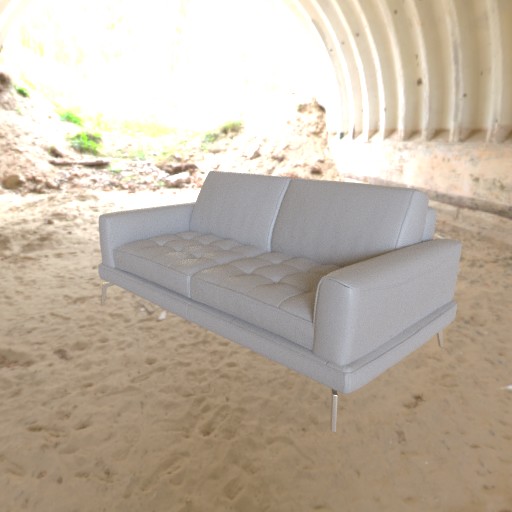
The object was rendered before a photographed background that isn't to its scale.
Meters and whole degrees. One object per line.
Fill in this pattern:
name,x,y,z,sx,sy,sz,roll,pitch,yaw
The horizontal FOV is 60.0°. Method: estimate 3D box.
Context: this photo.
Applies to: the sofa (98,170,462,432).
sofa,0.000,0.000,2.771,1.121,0.930,2.177,-15,21,-43
